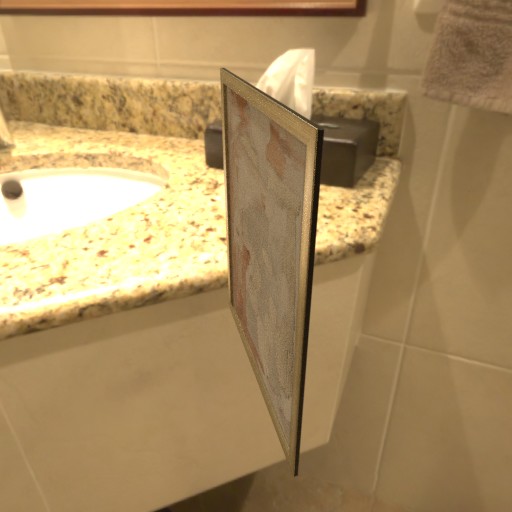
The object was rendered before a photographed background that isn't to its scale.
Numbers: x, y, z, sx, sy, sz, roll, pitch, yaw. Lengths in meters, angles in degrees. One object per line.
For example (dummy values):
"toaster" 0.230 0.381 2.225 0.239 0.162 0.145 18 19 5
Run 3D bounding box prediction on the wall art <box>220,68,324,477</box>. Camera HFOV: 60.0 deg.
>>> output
"wall art" 0.000 0.000 0.781 0.009 0.559 0.483 -8 31 -13
